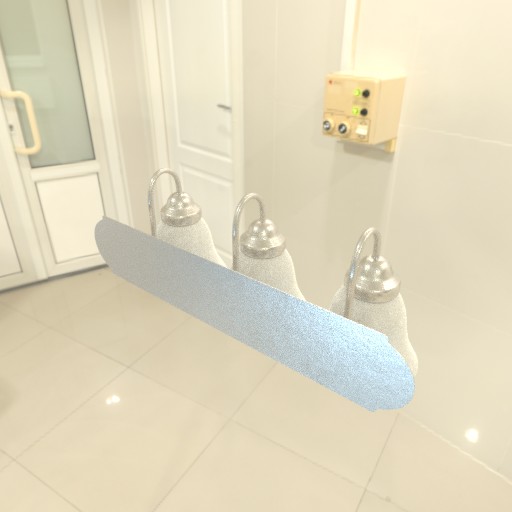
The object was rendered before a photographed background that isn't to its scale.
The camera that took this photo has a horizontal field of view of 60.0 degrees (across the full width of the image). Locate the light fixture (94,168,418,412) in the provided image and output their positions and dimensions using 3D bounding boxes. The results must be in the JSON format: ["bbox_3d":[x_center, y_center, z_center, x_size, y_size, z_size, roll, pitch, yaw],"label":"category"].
[{"bbox_3d":[0.000,0.000,0.716,0.610,0.222,0.199,21,35,33],"label":"light fixture"}]
